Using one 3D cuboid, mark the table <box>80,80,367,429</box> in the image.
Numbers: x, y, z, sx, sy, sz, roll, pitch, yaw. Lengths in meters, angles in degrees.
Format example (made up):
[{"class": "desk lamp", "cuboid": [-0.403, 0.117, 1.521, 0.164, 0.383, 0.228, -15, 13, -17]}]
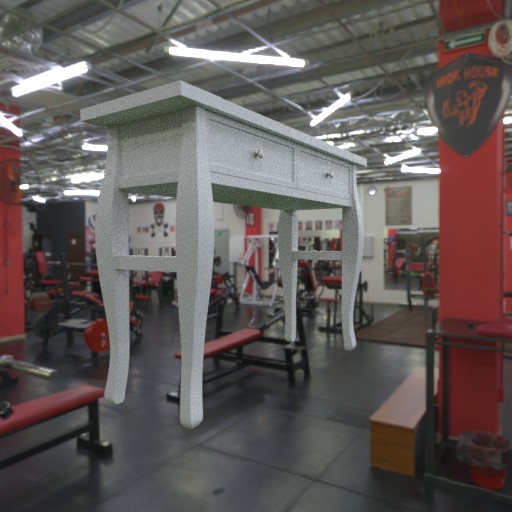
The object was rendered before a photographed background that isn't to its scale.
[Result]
[{"class": "table", "cuboid": [0.000, 0.000, 1.478, 0.373, 0.768, 1.062, 1, 2, 35]}]
